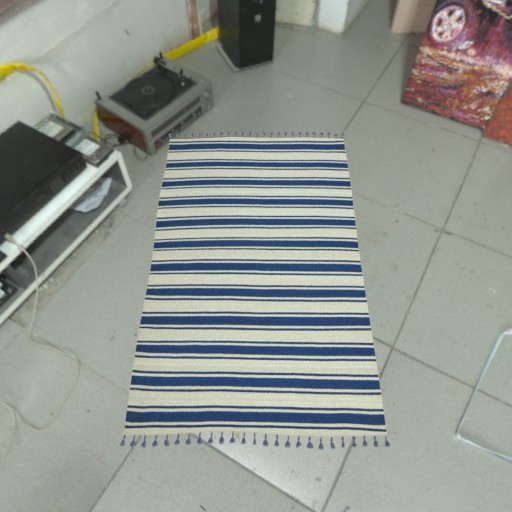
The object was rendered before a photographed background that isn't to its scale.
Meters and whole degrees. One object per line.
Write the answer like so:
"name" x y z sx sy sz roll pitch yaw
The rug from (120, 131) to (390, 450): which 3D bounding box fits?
"rug" 0.000 0.000 2.600 1.248 0.009 2.108 0 57 0
